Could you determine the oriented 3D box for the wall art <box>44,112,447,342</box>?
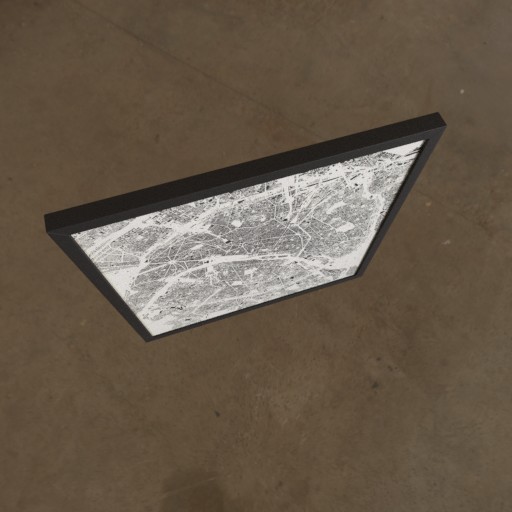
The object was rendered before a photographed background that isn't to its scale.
[{"bbox_3d":[0.000,0.000,1.156,0.763,0.763,0.037,-16,66,-7],"label":"wall art"}]
